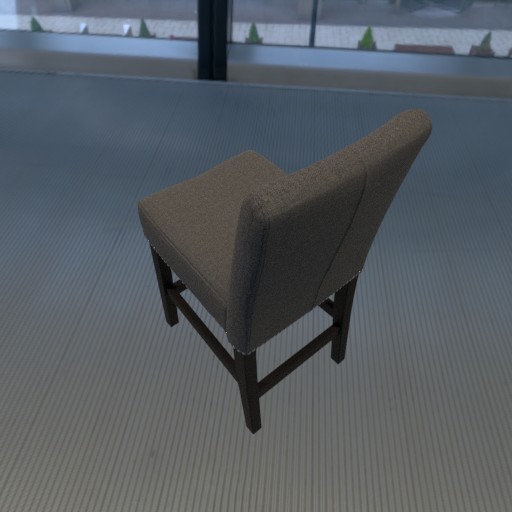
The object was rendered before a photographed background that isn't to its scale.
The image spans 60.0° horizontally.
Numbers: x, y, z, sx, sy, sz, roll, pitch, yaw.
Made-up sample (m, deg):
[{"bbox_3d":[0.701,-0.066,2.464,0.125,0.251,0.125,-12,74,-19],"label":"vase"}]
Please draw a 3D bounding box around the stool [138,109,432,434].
[{"bbox_3d":[0.000,0.000,1.170,0.427,0.885,0.571,-31,54,-27],"label":"stool"}]
